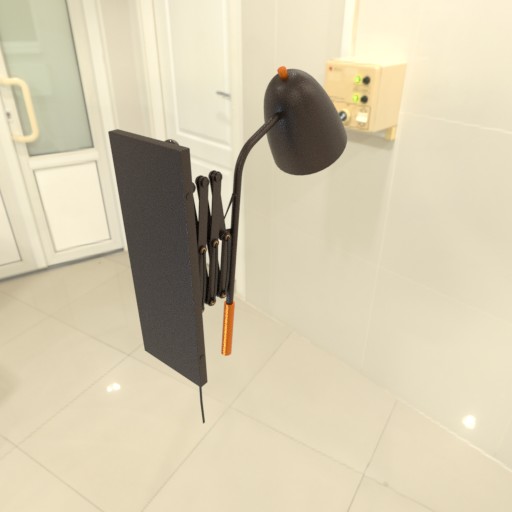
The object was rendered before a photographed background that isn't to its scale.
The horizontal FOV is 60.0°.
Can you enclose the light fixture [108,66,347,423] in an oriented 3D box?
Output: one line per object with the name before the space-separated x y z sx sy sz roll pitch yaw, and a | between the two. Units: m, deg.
light fixture | 0.000 0.000 0.920 0.162 0.715 0.499 22 37 33
